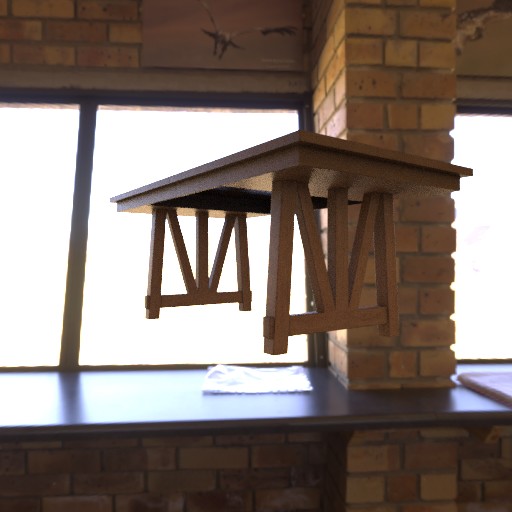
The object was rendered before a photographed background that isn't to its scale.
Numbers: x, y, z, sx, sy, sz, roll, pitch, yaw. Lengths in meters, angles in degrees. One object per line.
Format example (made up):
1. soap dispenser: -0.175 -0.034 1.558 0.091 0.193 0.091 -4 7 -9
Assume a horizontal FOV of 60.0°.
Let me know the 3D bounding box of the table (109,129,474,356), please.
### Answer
1. table: 0.000 0.000 2.423 1.016 0.768 1.881 0 0 -36
